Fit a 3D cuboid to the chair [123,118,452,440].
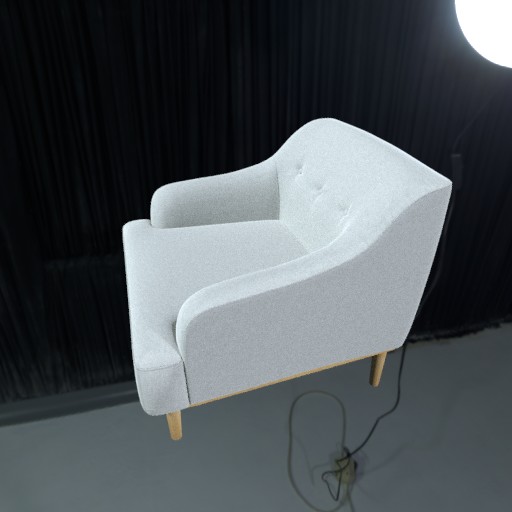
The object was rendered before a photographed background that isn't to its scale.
[{"bbox_3d":[0.000,0.000,1.653,0.951,0.818,0.946,-9,32,-14],"label":"chair"}]
